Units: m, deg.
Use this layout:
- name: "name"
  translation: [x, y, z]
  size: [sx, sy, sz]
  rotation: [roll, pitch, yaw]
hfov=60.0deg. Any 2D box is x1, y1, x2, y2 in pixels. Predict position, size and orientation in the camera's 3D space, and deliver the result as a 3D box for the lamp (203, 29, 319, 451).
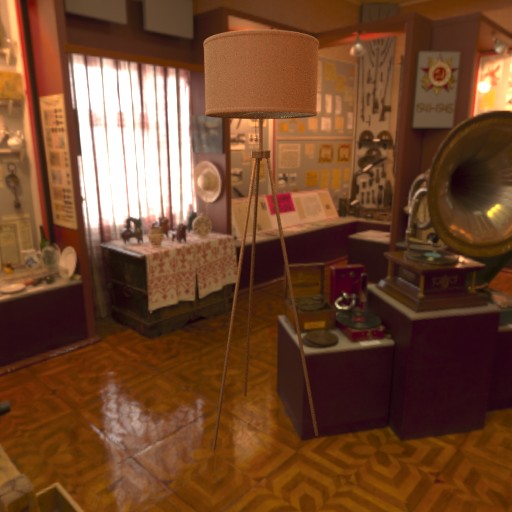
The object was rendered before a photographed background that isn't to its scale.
- name: "lamp"
  translation: [0.000, 0.000, 1.745]
  size: [0.449, 1.545, 0.460]
  rotation: [14, 19, 43]
